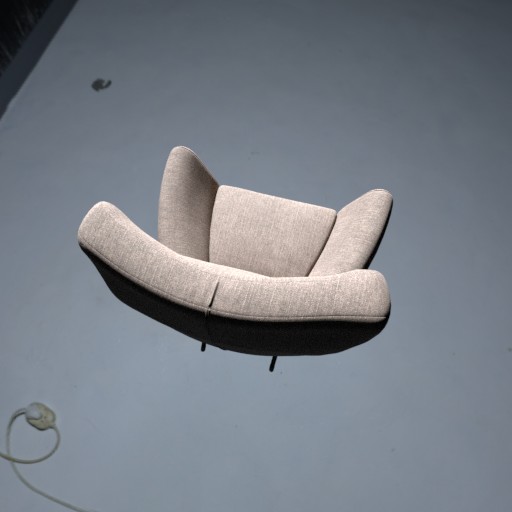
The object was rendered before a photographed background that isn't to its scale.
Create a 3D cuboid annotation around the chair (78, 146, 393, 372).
[{"bbox_3d":[0.000,0.000,1.763,0.980,1.040,0.900,14,64,7],"label":"chair"}]
